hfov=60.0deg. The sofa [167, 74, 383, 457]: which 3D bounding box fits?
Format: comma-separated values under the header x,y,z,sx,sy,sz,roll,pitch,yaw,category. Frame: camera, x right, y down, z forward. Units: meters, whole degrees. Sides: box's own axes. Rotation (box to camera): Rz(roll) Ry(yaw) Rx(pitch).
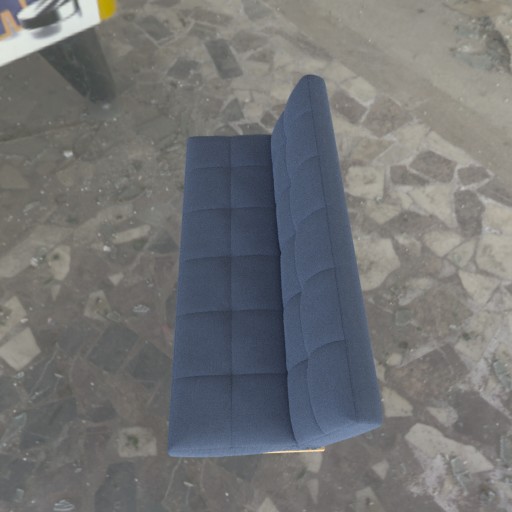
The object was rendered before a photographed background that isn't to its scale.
x,y,z,sx,sy,sz,roll,pitch,yaw,category
0.000,0.000,2.218,0.796,0.800,1.800,-2,59,-1,sofa
